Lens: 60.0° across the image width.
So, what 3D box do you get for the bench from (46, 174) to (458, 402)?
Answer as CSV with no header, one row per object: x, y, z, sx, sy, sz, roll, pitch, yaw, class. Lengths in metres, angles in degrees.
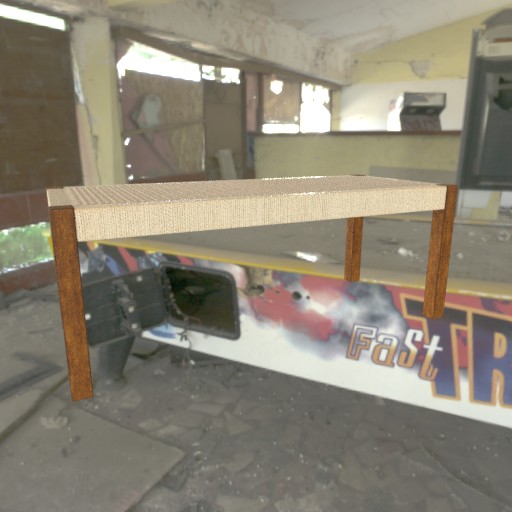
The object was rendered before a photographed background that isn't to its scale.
0.000,0.000,1.454,1.198,0.457,0.507,-7,16,-25,bench
